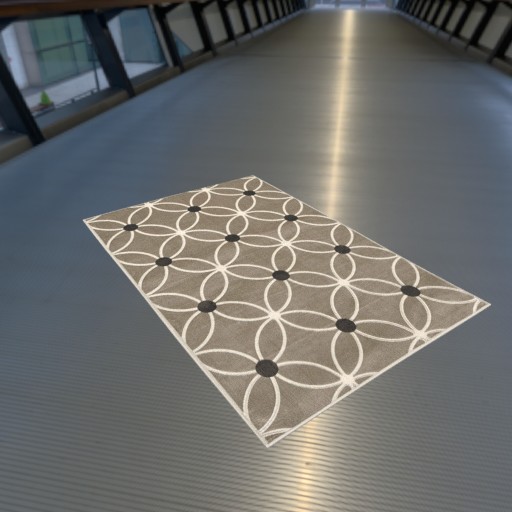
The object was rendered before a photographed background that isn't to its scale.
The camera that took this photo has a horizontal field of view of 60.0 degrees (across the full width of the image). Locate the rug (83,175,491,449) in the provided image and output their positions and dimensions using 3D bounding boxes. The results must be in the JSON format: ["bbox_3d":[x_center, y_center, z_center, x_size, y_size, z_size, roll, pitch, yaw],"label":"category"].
[{"bbox_3d":[0.000,0.000,2.826,1.522,0.008,2.284,-20,37,-29],"label":"rug"}]
